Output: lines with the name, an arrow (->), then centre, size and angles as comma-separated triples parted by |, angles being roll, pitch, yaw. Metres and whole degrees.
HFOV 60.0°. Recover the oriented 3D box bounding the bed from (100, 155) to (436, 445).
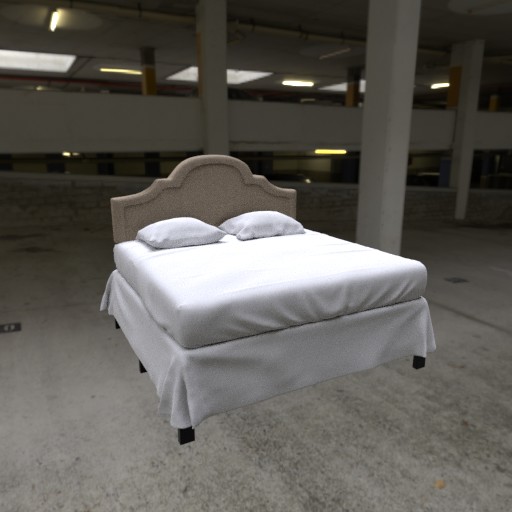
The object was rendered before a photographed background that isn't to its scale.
bed -> 0.000, 0.000, 3.750 | 2.303, 1.631, 2.222 | -7, 16, -27
